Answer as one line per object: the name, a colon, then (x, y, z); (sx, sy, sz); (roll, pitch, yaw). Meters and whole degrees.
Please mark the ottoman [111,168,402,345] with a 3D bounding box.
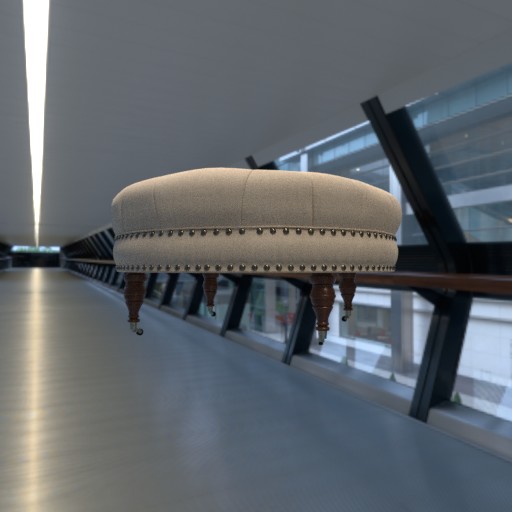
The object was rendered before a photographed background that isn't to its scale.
ottoman: (0.000, 0.000, 1.500); (0.940, 0.483, 0.940); (0, -2, 0)
